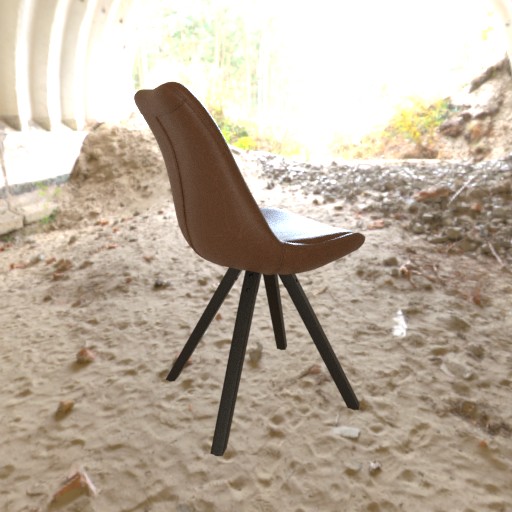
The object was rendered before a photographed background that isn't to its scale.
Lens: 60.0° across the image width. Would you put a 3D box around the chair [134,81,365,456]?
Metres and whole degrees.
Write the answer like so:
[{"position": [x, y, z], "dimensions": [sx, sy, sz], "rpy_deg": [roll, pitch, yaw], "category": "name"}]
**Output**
[{"position": [0.000, 0.000, 1.209], "dimensions": [0.550, 0.850, 0.475], "rpy_deg": [-8, 18, -27], "category": "chair"}]
